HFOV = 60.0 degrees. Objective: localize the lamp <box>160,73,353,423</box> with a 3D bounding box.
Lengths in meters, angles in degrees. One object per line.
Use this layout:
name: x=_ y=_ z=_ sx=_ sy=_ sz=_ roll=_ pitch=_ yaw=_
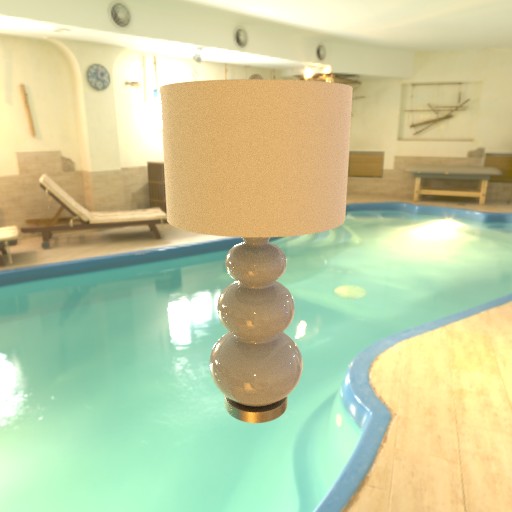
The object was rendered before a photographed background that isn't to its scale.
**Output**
lamp: x=0.000 y=0.000 z=0.955 sx=0.367 sy=0.730 sz=0.367 roll=8 pitch=18 yaw=25
